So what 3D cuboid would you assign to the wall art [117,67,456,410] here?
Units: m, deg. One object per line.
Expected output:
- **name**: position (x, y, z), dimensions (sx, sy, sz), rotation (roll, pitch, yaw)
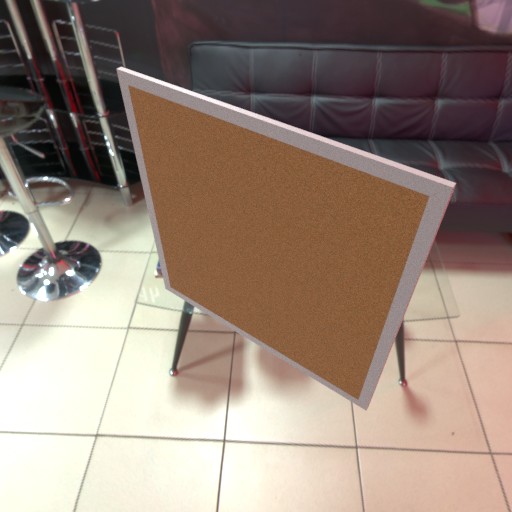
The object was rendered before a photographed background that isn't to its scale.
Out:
- **wall art**: position (0.000, 0.000, 0.669), dimensions (0.456, 0.457, 0.009), rotation (27, 51, 24)
